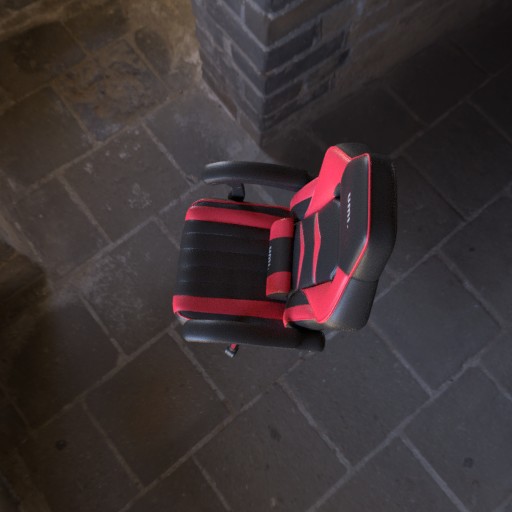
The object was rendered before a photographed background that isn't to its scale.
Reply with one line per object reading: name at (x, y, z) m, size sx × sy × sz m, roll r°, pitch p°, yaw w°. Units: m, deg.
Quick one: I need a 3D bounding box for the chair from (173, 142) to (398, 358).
chair at (0.000, 0.000, 1.642) m, size 0.700 × 1.220 × 0.700 m, roll 4°, pitch 75°, yaw 1°
